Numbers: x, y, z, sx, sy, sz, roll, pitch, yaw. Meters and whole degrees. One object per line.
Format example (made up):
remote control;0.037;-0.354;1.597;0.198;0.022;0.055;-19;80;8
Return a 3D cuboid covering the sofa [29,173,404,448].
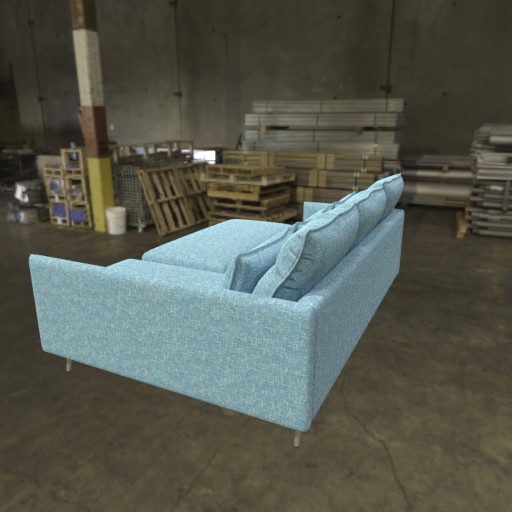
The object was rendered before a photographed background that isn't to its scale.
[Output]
sofa;0.000;0.000;2.705;1.420;0.899;2.034;8;18;25
